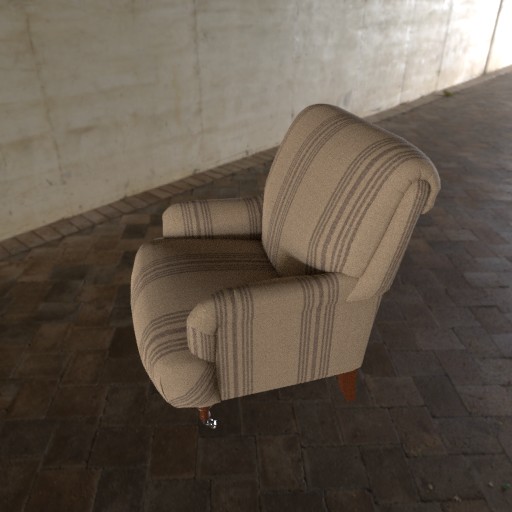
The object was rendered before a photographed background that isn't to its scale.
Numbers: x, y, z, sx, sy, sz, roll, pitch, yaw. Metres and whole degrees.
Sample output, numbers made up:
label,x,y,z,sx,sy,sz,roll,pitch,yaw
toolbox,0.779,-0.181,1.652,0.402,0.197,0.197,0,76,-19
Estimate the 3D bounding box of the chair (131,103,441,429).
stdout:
label,x,y,z,sx,sy,sz,roll,pitch,yaw
chair,0.000,0.000,1.602,0.914,0.940,0.813,-8,31,-14
